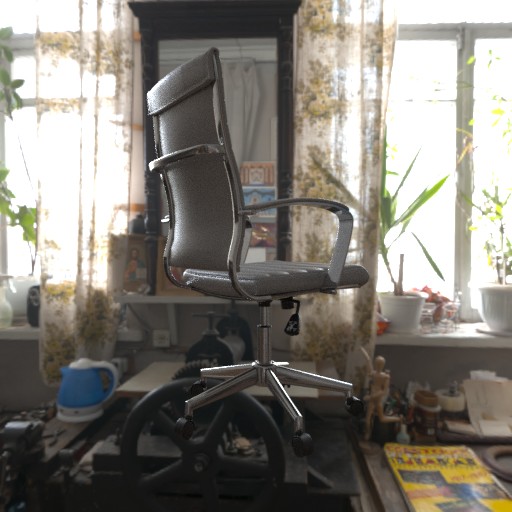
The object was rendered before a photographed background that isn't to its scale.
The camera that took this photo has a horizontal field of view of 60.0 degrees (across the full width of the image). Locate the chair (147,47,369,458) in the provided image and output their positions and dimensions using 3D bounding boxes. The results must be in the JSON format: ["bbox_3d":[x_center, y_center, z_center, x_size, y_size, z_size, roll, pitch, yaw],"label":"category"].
[{"bbox_3d":[0.000,0.000,1.560,0.667,1.149,0.679,-1,2,-36],"label":"chair"}]
